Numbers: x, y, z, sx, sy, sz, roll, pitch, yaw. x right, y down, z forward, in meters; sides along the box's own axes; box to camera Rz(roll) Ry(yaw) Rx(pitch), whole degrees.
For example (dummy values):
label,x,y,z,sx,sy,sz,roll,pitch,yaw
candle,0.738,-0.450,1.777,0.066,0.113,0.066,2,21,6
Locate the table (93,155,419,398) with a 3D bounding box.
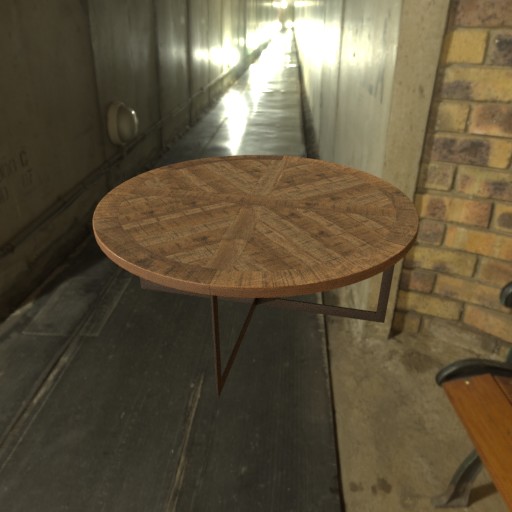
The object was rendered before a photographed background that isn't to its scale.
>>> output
label,x,y,z,sx,sy,sz,roll,pitch,yaw
table,0.000,0.000,1.926,1.264,0.516,1.264,0,30,0
